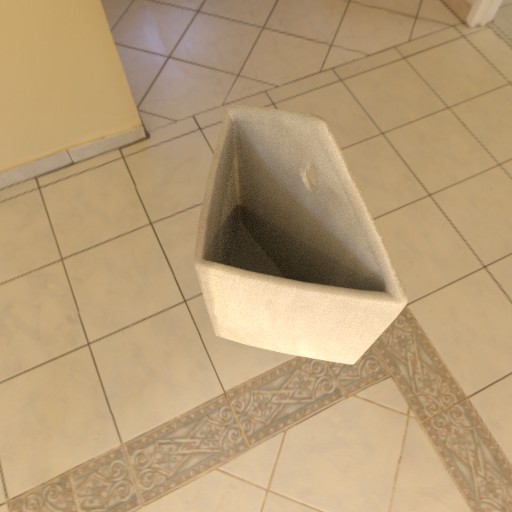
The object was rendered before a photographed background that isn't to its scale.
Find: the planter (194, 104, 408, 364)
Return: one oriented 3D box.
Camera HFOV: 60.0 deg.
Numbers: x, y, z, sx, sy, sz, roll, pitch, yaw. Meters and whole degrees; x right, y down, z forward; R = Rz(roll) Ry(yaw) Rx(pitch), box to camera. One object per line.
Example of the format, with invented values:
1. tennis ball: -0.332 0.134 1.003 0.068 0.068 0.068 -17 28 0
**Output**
1. planter: 0.000 0.000 0.277 0.080 0.194 0.163 -32 68 -15
